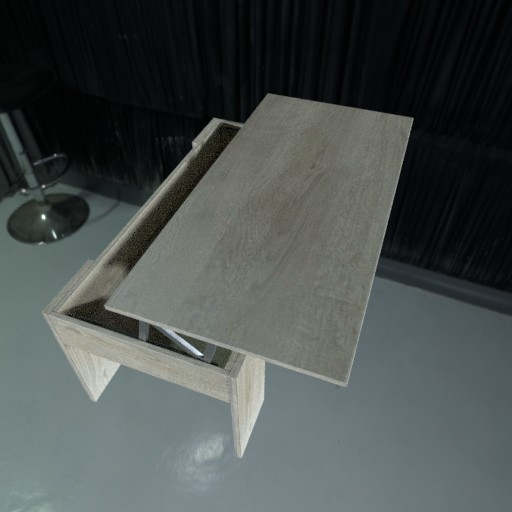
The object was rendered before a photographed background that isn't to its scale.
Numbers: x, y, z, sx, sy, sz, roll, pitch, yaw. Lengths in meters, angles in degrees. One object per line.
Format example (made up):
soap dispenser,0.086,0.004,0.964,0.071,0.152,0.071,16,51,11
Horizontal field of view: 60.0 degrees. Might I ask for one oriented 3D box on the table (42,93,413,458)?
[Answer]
table,0.000,0.000,1.390,0.711,0.570,1.000,15,47,14
